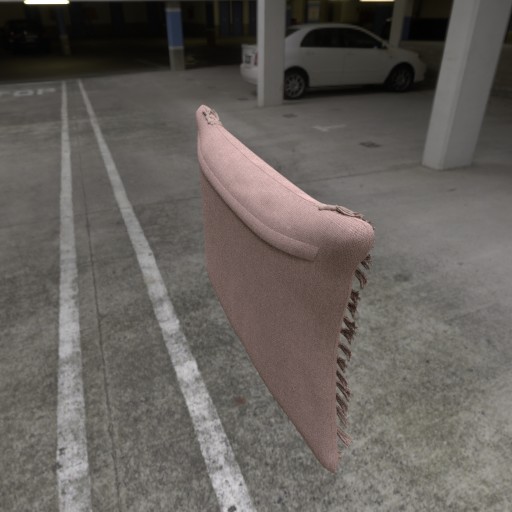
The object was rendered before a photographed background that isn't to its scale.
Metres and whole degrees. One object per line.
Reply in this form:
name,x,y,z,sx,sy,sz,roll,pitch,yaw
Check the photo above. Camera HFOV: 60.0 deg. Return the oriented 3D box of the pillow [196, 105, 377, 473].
pillow,0.000,0.000,0.589,0.084,0.305,0.466,-11,32,-19
